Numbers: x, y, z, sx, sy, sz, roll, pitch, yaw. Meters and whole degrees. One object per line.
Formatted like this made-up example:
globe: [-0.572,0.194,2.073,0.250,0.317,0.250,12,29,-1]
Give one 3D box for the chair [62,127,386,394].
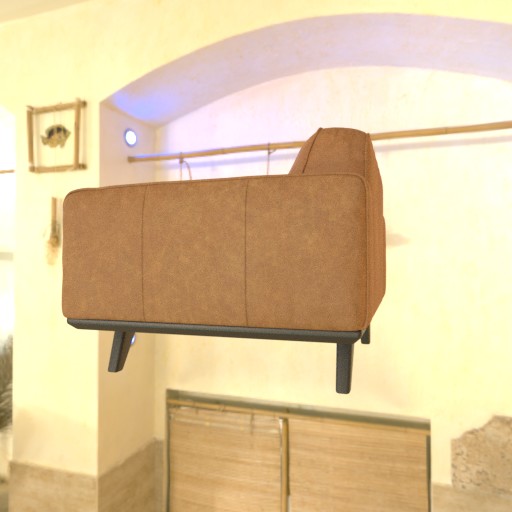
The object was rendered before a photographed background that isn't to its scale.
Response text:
chair: [0.000,0.000,1.747,0.952,0.782,1.118,0,-1,18]
